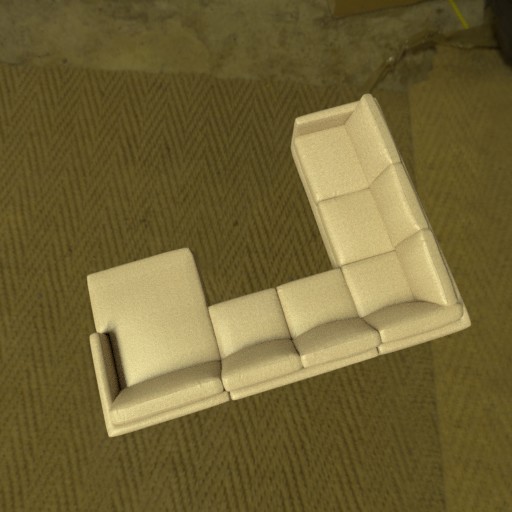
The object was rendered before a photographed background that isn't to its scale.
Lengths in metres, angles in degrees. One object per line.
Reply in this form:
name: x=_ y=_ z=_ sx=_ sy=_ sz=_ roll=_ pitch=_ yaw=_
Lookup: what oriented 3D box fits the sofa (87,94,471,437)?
sofa: x=0.000 y=0.000 z=4.537 sx=3.460 sy=0.961 sz=2.594 roll=-16 pitch=75 yaw=-4
